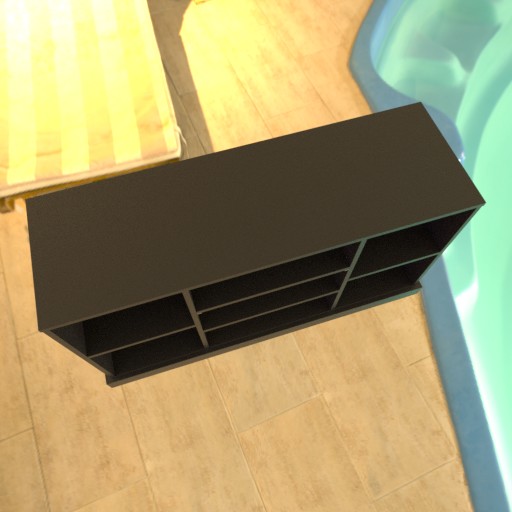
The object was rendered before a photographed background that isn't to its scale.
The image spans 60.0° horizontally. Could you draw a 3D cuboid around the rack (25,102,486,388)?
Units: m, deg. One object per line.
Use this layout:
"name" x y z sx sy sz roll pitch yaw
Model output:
"rack" 0.000 0.000 1.469 1.206 0.635 0.399 -16 65 -8
